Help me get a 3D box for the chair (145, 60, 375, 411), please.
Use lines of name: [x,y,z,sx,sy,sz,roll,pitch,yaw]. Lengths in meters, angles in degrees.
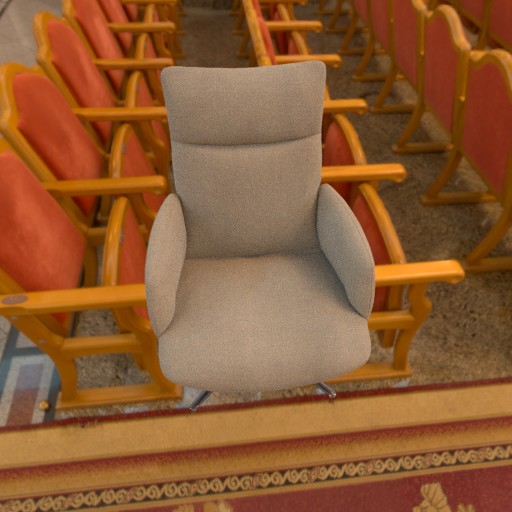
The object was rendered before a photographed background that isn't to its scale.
chair: [0.000,0.000,1.548,0.711,1.016,0.889,-4,47,-4]
